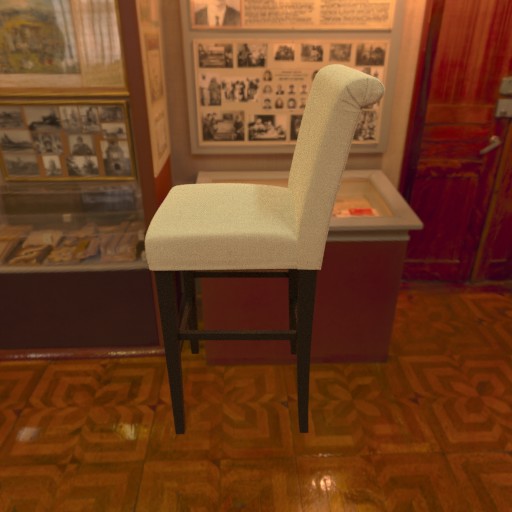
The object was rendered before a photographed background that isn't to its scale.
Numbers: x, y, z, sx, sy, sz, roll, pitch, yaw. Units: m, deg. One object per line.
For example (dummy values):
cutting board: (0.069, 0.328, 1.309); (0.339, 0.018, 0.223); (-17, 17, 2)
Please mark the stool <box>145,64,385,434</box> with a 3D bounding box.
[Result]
stool: (0.000, 0.000, 1.444); (0.597, 1.124, 0.452); (0, 27, 0)
